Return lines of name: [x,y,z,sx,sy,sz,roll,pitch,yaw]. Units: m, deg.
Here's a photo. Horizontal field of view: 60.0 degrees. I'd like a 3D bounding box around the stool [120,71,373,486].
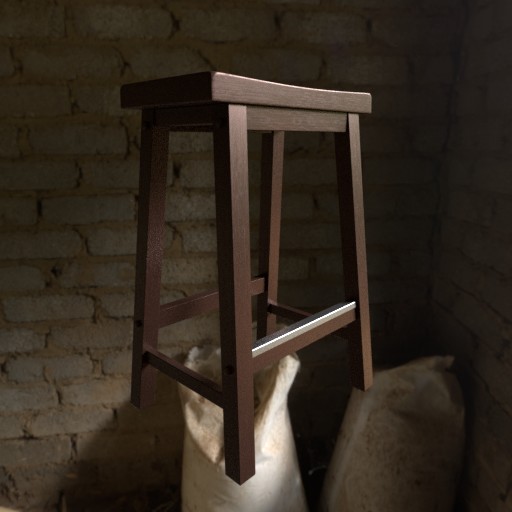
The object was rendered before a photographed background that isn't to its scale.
stool: [0.000,0.000,0.862,0.322,0.610,0.406,14,20,42]
